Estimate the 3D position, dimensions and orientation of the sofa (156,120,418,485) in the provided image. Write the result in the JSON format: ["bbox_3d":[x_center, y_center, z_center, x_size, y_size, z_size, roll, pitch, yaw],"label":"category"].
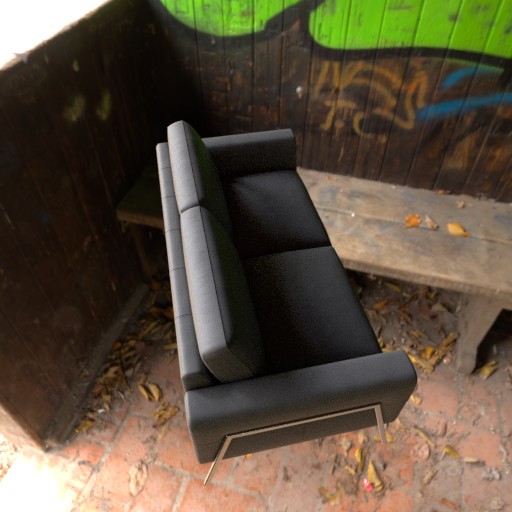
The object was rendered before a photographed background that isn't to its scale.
[{"bbox_3d":[0.000,0.000,2.528,0.953,0.875,2.017,-9,47,-8],"label":"sofa"}]
